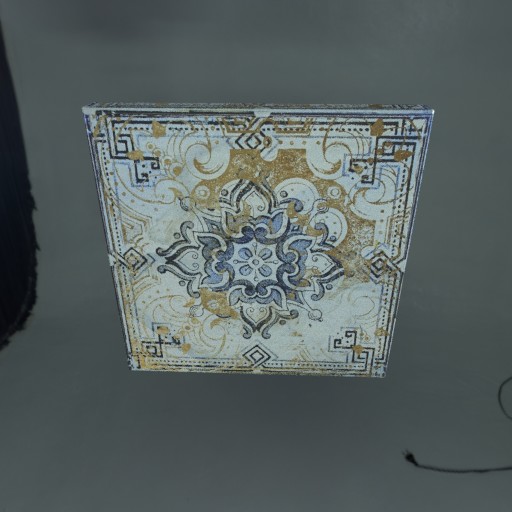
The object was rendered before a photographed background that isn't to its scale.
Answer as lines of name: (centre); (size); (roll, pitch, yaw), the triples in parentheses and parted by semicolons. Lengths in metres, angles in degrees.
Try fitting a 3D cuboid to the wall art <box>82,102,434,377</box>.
wall art: (0.000, 0.000, 0.630); (0.411, 0.410, 0.038); (1, 28, 2)
